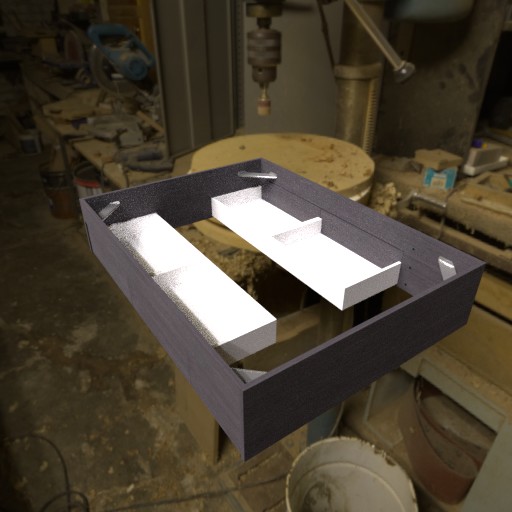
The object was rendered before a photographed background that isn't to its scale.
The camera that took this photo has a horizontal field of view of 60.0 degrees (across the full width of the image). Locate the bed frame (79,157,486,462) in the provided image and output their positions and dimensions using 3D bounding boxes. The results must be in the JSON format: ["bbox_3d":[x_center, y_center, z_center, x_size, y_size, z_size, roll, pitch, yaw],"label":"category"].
[{"bbox_3d":[0.000,0.000,2.644,1.448,0.459,1.944,-20,36,-29],"label":"bed frame"}]
